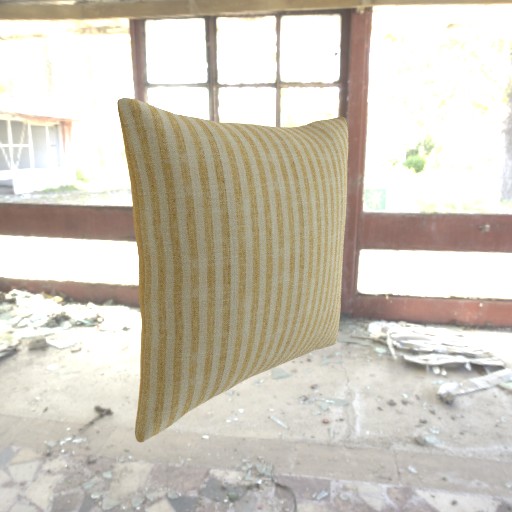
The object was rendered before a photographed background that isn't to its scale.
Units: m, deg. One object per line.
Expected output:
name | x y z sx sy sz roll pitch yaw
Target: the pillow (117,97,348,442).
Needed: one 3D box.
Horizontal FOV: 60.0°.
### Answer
pillow | 0.000 0.000 0.644 0.173 0.407 0.419 13 18 43
